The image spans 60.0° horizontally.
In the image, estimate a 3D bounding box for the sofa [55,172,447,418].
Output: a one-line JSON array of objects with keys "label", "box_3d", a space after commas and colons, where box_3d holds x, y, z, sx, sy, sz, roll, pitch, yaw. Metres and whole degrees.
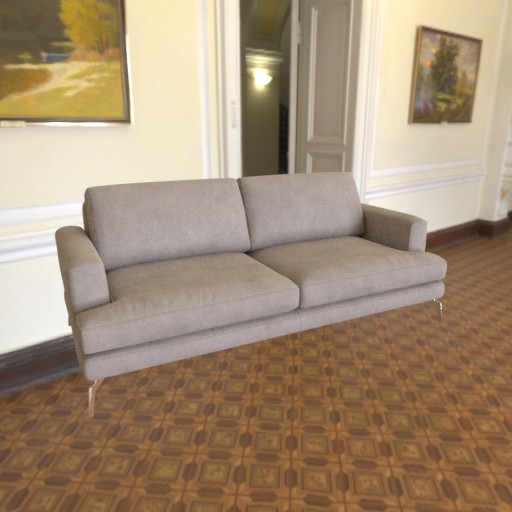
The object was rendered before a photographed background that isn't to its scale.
[{"label": "sofa", "box_3d": [0.000, 0.000, 2.501, 2.013, 0.830, 0.980, -8, 19, -26]}]
